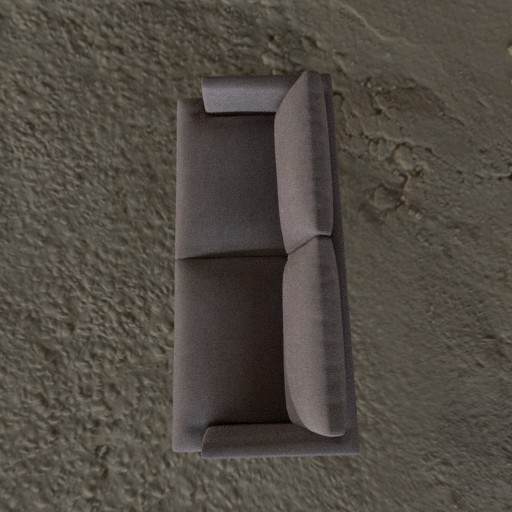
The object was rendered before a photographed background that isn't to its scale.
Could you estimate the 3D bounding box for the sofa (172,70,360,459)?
[{"bbox_3d":[0.000,0.000,2.739,1.020,0.868,2.250,-2,77,0],"label":"sofa"}]
